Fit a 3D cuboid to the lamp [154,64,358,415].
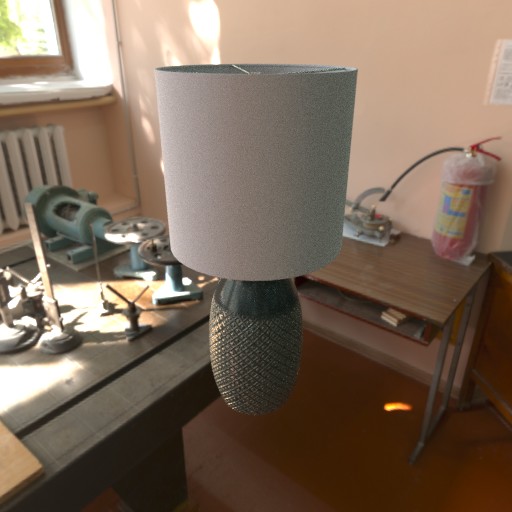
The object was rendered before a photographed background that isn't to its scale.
[{"bbox_3d":[0.000,0.000,0.579,0.217,0.453,0.217,-7,27,-15],"label":"lamp"}]
